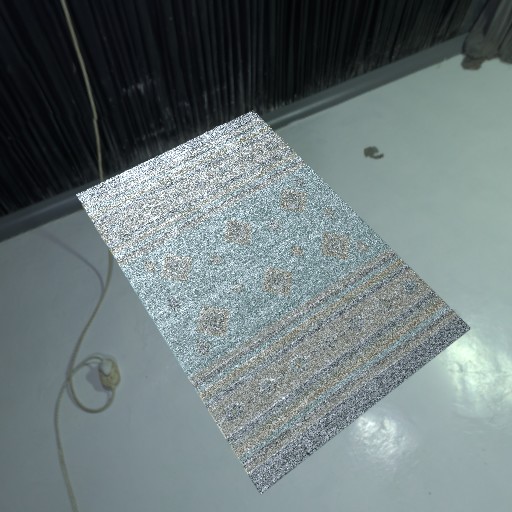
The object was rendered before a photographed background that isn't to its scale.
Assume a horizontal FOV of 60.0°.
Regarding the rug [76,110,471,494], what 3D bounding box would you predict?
[{"bbox_3d":[0.000,0.000,2.295,1.212,0.010,1.811,-31,64,-17],"label":"rug"}]
